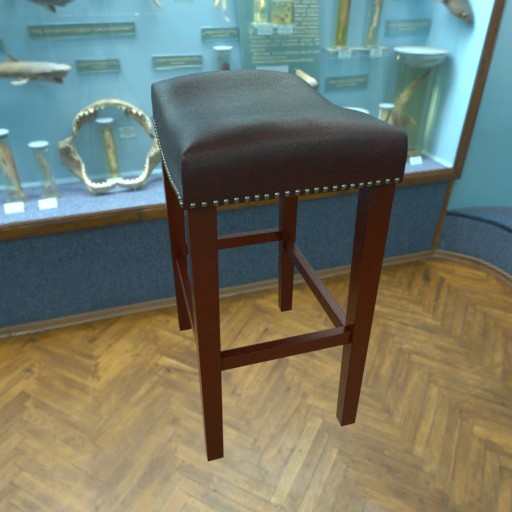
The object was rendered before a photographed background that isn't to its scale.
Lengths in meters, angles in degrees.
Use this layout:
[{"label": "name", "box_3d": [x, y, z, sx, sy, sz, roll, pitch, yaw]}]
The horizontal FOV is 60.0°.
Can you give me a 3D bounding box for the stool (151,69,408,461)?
[{"label": "stool", "box_3d": [0.000, 0.000, 1.032, 0.372, 0.742, 0.504, -9, 34, -14]}]
